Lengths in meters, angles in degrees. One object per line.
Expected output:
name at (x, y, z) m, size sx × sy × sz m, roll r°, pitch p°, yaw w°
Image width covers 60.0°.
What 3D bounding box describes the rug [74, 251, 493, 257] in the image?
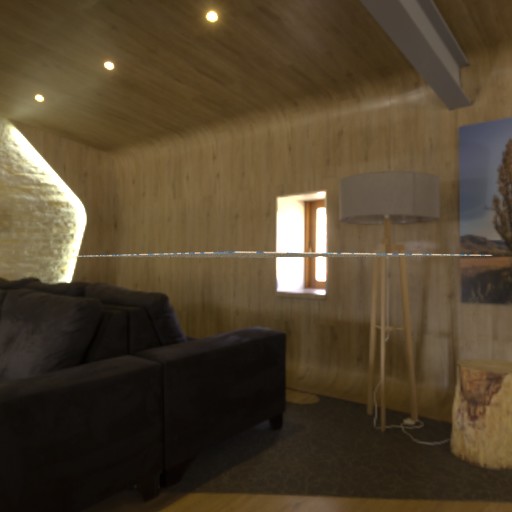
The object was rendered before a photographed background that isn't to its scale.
rug at (0.000, 0.000, 4.000) m, size 2.435 × 0.007 × 3.007 m, roll 0°, pitch -1°, yaw -35°
